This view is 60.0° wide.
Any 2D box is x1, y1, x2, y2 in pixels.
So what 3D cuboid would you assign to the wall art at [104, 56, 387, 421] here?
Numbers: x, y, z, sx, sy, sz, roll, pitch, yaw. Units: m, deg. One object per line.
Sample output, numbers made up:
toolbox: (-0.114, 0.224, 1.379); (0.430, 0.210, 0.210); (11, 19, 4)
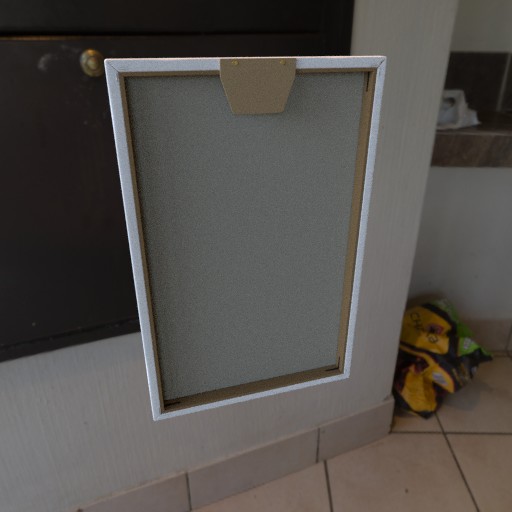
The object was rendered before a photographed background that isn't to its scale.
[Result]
wall art: (0.000, 0.000, 1.120); (0.602, 0.916, 0.048); (-8, 27, -15)
